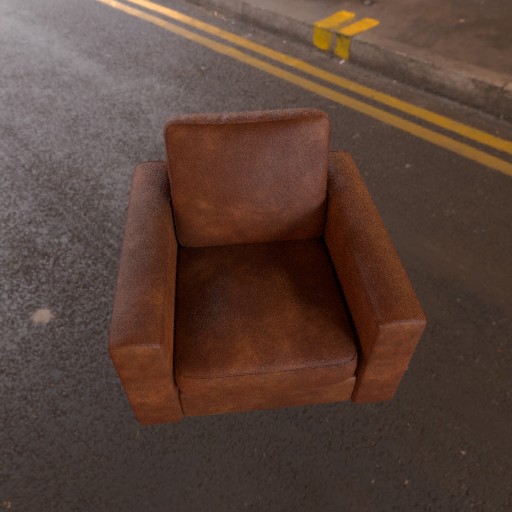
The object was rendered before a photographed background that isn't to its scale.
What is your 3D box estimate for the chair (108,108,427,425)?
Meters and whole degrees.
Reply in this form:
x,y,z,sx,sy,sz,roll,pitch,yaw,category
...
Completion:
x,y,z,sx,sy,sz,roll,pitch,yaw,category
0.000,0.000,1.766,1.005,0.873,1.016,-4,46,-4,chair
